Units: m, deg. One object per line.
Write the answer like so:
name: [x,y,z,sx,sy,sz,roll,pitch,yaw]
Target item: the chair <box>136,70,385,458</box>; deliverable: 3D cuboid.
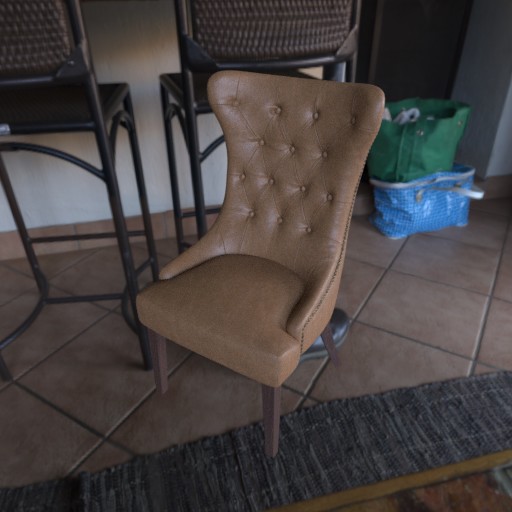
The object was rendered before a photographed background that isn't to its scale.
chair: [0.000,0.000,1.482,0.611,1.065,0.669,18,35,28]
